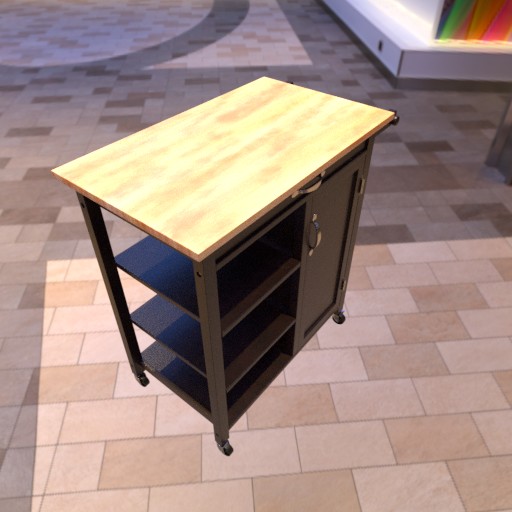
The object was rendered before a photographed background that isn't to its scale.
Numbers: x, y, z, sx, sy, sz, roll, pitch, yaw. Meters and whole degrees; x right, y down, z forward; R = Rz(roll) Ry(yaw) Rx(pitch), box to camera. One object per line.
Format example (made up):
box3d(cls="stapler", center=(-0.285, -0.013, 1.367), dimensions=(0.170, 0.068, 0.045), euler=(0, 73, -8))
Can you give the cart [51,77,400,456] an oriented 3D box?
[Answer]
box3d(cls="cart", center=(0.000, 0.000, 1.456), dimensions=(0.472, 0.878, 0.914), euler=(28, 48, 28))
